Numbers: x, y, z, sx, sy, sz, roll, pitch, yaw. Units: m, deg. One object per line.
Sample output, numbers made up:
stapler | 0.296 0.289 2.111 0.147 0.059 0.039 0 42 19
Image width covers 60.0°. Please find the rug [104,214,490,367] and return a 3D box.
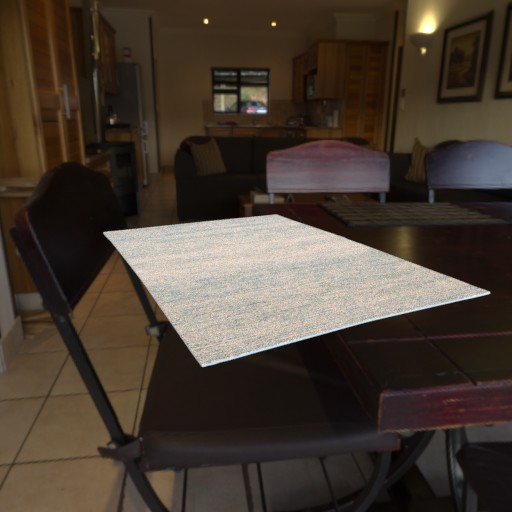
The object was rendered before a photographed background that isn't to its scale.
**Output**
rug | 0.000 0.000 2.954 1.613 0.030 2.306 -8 19 -26
